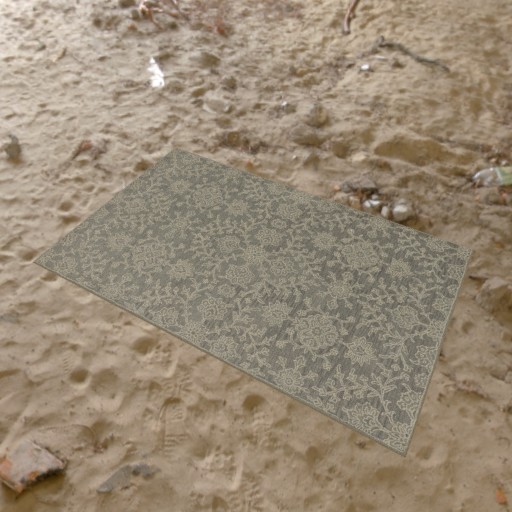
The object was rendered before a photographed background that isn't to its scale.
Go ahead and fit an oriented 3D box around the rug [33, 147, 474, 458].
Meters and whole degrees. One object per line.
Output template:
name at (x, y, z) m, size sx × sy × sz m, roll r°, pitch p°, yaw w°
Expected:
rug at (0.000, 0.000, 2.876) m, size 2.430 × 0.010 × 1.515 m, roll 23°, pitch 51°, yaw 20°
